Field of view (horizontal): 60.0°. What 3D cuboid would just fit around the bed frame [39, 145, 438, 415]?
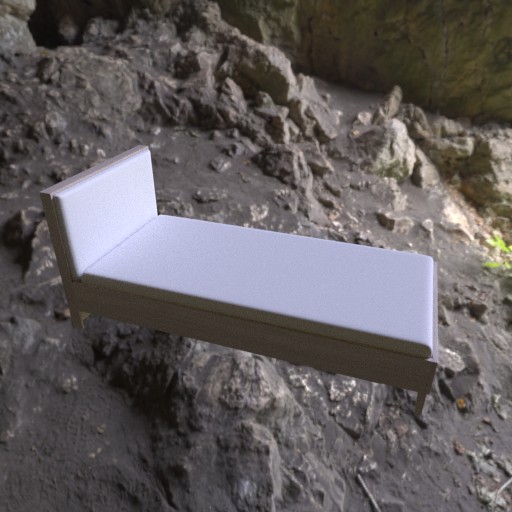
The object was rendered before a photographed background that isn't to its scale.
[{"bbox_3d":[0.000,0.000,2.722,2.140,0.920,0.990,10,31,17],"label":"bed frame"}]
